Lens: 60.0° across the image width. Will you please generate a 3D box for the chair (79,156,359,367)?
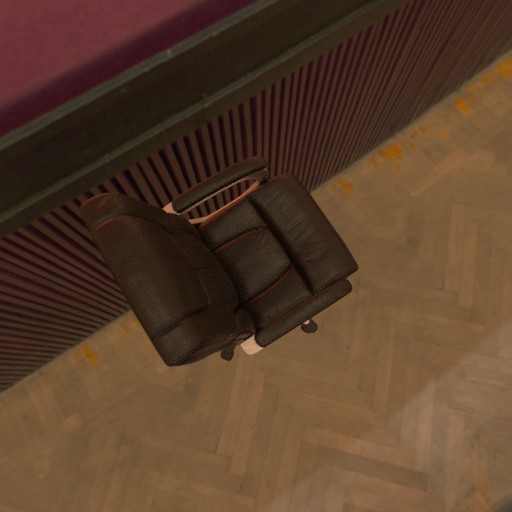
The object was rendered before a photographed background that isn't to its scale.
[{"bbox_3d":[0.000,0.000,1.635,0.780,1.145,0.700,-32,78,-7],"label":"chair"}]
